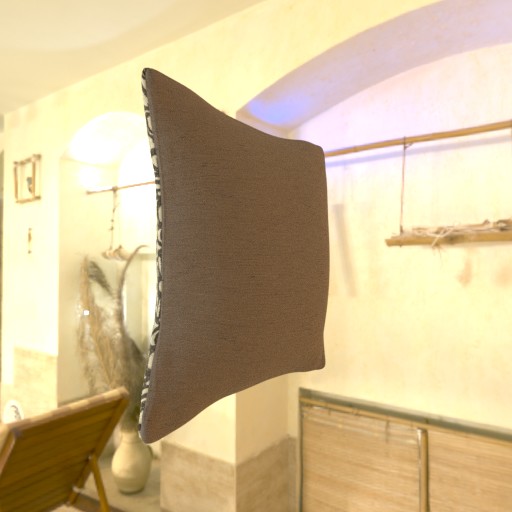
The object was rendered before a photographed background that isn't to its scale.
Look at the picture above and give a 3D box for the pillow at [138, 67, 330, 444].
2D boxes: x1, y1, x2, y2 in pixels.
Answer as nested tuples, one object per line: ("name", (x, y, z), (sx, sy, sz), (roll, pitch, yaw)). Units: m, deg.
("pillow", (0.000, 0.000, 0.659), (0.148, 0.417, 0.436), (-1, -1, 35))
